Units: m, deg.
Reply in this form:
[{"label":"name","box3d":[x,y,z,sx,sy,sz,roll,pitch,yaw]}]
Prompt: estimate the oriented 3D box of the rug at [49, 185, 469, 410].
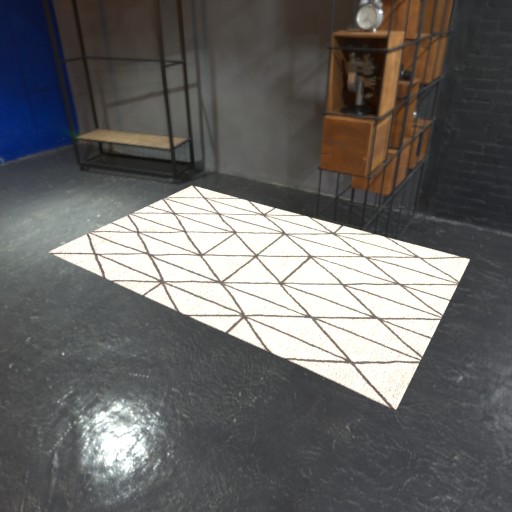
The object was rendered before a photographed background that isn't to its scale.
[{"label":"rug","box3d":[0.000,0.000,3.046,2.465,0.008,1.526,19,35,29]}]
